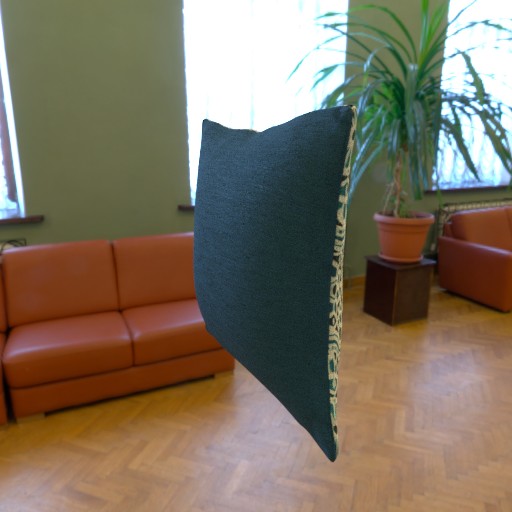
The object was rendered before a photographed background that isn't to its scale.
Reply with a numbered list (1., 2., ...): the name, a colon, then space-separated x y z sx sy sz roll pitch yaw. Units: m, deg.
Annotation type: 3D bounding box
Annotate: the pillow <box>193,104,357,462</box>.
1. pillow: 0.000 0.000 0.677 0.145 0.420 0.440 -7 16 -26
